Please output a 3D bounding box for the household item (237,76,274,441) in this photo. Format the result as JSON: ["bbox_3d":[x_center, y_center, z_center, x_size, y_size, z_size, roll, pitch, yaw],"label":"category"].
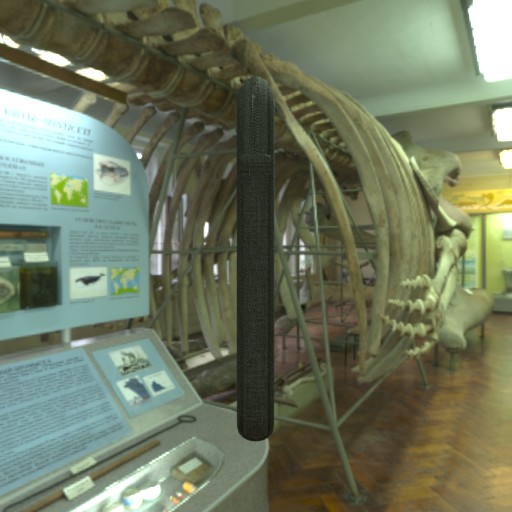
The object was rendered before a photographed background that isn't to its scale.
[{"bbox_3d":[0.000,0.000,0.529,0.030,0.305,0.396,0,1,0],"label":"household item"}]
